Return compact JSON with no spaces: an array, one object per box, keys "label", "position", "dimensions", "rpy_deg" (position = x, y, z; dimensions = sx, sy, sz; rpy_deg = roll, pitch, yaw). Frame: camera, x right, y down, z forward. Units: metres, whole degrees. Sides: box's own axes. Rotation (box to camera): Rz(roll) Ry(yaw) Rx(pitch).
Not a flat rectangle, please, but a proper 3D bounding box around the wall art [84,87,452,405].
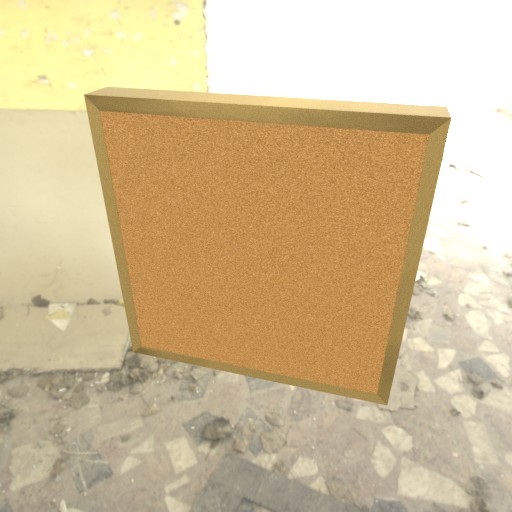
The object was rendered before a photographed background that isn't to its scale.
[{"label":"wall art","position":[0.000,0.000,0.450],"dimensions":[0.304,0.305,0.038],"rpy_deg":[8,32,13]}]
